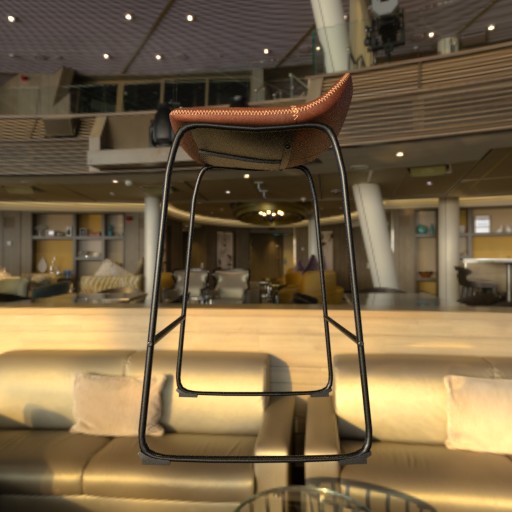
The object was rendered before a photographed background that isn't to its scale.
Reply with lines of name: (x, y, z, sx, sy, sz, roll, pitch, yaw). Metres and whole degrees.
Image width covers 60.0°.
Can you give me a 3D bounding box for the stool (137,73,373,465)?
stool: (0.000, 0.000, 1.105, 0.473, 0.830, 0.454, 0, -1, 0)
